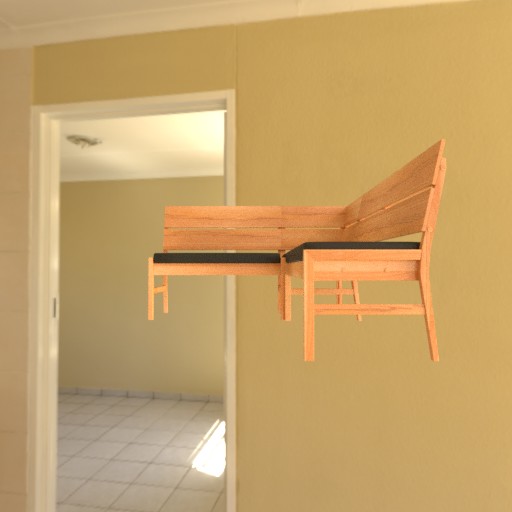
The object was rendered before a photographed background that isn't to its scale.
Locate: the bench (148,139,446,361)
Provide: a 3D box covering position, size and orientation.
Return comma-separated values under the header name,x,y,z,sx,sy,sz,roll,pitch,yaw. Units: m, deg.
name,x,y,z,sx,sy,sz,roll,pitch,yaw
bench,0.000,0.000,2.750,1.548,0.890,1.948,0,-2,1
